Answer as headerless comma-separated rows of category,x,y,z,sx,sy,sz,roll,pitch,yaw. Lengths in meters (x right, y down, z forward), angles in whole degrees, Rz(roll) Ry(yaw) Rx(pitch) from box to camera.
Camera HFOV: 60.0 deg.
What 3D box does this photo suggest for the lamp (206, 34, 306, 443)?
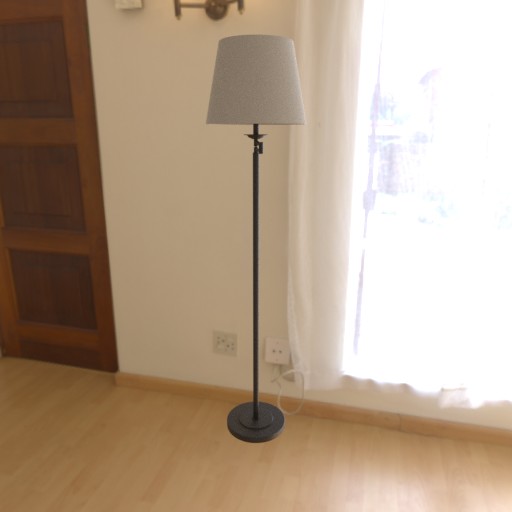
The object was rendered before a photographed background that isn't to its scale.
lamp,0.000,0.000,1.670,0.348,1.473,0.348,-3,16,-9
